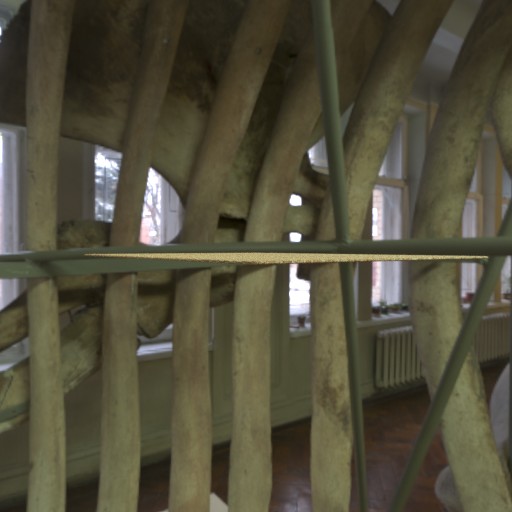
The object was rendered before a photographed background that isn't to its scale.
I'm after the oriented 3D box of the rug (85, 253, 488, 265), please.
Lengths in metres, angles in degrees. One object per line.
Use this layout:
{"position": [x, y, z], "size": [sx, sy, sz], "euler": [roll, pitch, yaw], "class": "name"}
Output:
{"position": [0.000, 0.000, 2.758], "size": [1.566, 0.013, 2.141], "euler": [-1, 1, -36], "class": "rug"}
